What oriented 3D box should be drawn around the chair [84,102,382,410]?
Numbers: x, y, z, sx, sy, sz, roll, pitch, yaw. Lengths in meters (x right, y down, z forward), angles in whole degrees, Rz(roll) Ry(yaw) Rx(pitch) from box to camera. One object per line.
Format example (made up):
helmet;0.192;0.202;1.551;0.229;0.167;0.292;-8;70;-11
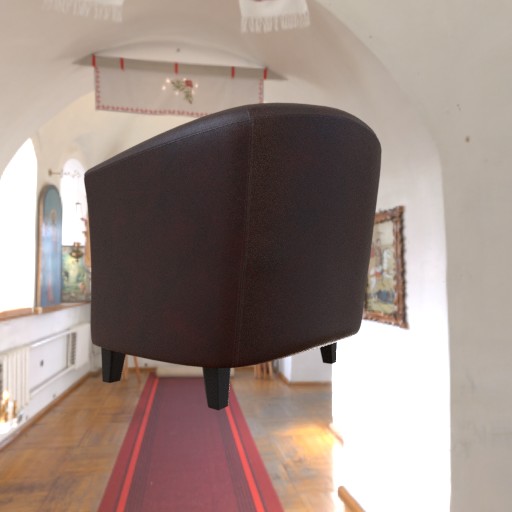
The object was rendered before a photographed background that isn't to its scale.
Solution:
chair;0.000;0.000;1.408;0.727;0.756;0.792;-1;-1;36
